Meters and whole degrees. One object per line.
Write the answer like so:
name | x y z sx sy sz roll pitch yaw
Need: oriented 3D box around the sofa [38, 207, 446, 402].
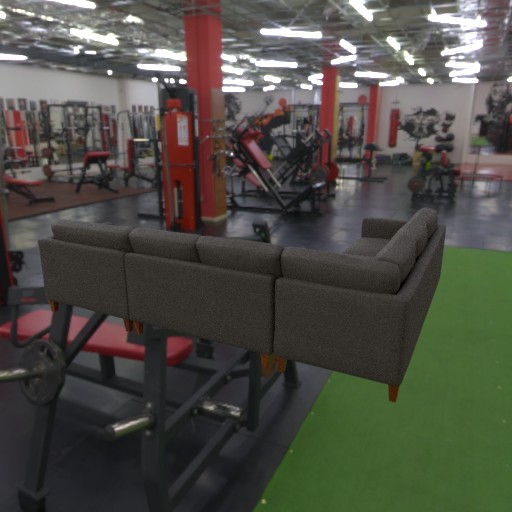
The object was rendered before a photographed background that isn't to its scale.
sofa | 0.000 0.000 4.646 3.460 0.961 2.594 8 18 26
